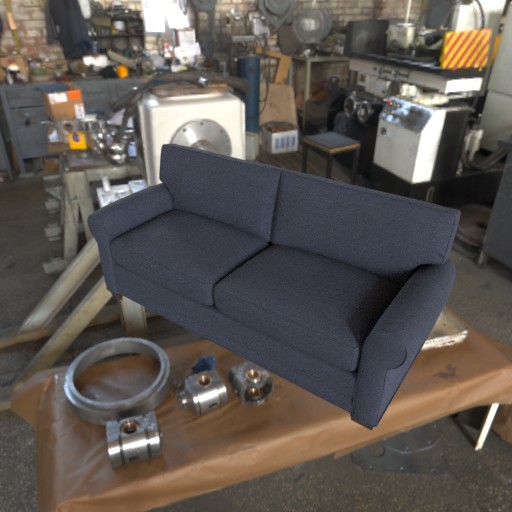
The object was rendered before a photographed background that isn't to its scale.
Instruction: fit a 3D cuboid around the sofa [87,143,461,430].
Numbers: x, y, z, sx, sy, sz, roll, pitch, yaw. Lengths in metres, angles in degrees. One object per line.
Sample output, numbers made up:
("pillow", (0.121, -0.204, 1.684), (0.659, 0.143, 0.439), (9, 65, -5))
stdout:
("sofa", (0.000, 0.000, 2.954), (2.391, 1.026, 0.954), (20, 36, 30))
